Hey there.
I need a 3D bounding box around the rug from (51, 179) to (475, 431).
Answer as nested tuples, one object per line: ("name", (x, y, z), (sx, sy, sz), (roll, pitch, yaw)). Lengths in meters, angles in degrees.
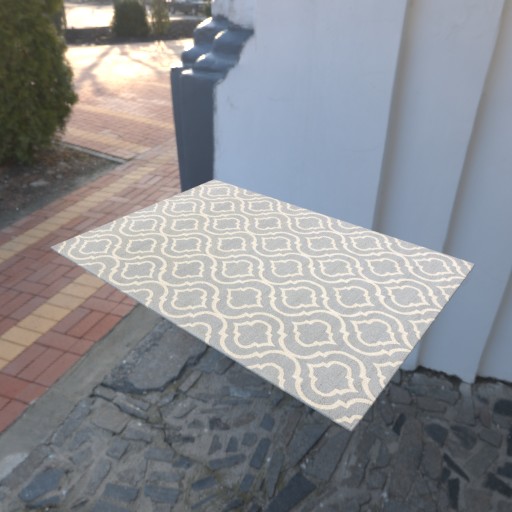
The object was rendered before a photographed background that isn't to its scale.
("rug", (0.000, 0.000, 2.636), (2.080, 0.010, 1.451), (23, 38, 33))
